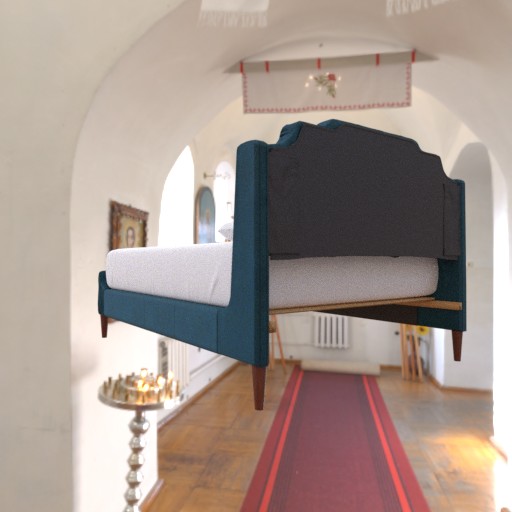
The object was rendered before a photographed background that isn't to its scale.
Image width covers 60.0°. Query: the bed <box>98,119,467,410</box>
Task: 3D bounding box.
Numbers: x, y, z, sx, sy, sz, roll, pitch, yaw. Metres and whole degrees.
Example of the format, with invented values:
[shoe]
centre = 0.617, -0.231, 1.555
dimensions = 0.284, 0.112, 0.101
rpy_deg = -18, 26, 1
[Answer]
[bed]
centre = 0.000, 0.000, 3.293
dimensions = 1.676, 1.351, 2.322
rpy_deg = 0, -1, -36
